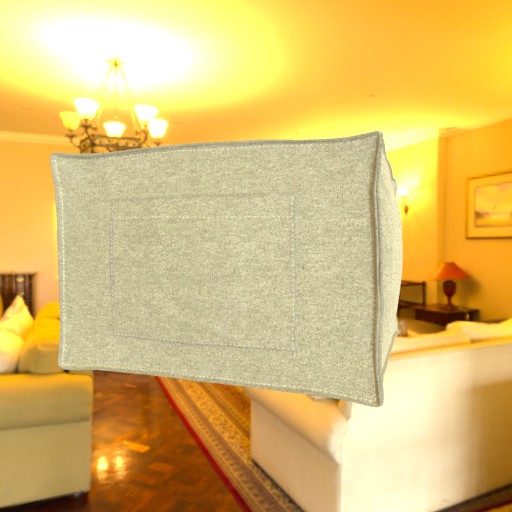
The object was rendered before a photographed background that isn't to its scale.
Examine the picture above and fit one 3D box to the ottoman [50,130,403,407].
[{"bbox_3d":[0.000,0.000,1.129,0.707,0.470,0.696,1,2,19],"label":"ottoman"}]
